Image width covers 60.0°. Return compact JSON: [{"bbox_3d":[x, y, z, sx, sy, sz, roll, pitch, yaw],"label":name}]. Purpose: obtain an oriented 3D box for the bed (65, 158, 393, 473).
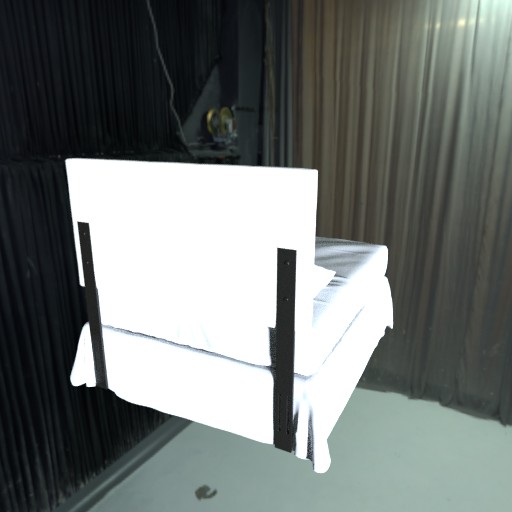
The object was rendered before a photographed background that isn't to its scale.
[{"bbox_3d":[0.000,0.000,3.472,1.936,1.577,2.222,8,18,26],"label":"bed"}]
